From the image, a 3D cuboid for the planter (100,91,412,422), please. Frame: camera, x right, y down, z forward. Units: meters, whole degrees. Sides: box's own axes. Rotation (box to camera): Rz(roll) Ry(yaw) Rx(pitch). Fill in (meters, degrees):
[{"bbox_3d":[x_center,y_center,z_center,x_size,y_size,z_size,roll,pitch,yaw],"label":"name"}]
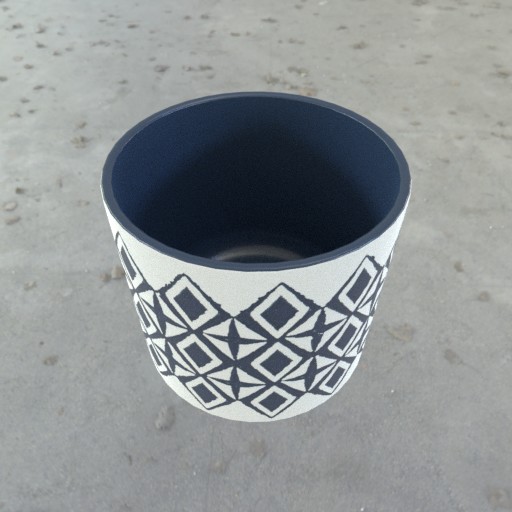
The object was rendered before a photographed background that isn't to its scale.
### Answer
[{"bbox_3d":[0.000,0.000,0.397,0.224,0.203,0.224,0,46,0],"label":"planter"}]
